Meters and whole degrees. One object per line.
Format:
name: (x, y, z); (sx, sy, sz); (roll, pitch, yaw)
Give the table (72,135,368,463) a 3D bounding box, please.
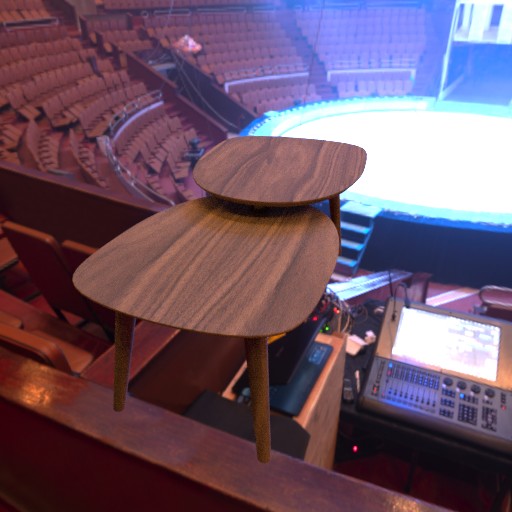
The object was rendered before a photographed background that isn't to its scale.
table: (0.000, 0.000, 1.301); (0.527, 0.429, 1.084); (10, 31, 16)
